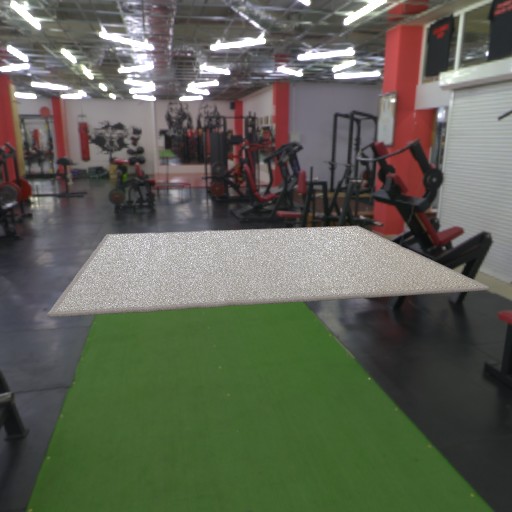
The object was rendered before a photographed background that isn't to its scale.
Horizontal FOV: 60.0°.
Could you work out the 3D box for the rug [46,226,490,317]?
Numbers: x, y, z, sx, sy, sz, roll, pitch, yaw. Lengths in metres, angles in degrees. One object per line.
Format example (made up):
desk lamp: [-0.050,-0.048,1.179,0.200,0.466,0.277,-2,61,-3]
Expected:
rug: [0.000,0.000,4.088,3.007,0.032,2.434,-3,15,-10]
